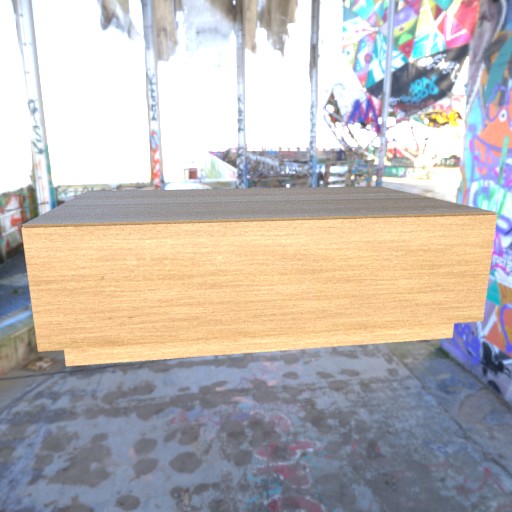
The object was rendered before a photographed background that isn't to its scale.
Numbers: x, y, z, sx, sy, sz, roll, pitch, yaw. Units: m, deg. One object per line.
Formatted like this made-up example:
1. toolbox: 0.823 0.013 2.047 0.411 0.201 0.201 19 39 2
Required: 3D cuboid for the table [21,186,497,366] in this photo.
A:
1. table: 0.000 0.000 1.386 1.110 0.353 0.678 -2 15 -9
